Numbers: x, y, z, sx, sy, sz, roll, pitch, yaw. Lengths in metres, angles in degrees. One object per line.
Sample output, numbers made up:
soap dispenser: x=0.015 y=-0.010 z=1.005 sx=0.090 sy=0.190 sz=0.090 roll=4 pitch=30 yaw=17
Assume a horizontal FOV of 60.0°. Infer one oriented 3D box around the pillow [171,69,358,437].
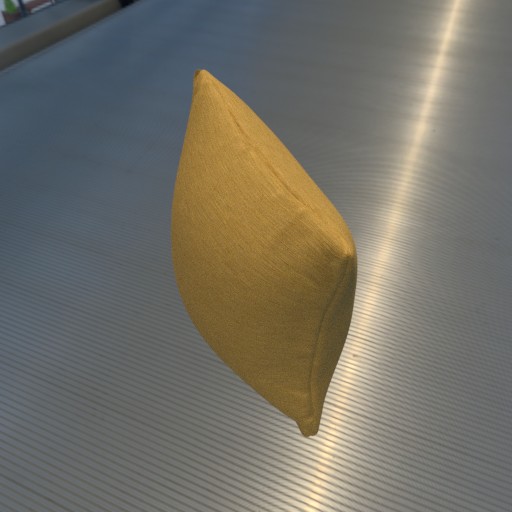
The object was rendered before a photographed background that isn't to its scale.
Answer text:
pillow: x=0.000 y=0.000 z=0.683 sx=0.247 sy=0.417 sz=0.435 roll=-17 pitch=49 yaw=-16
